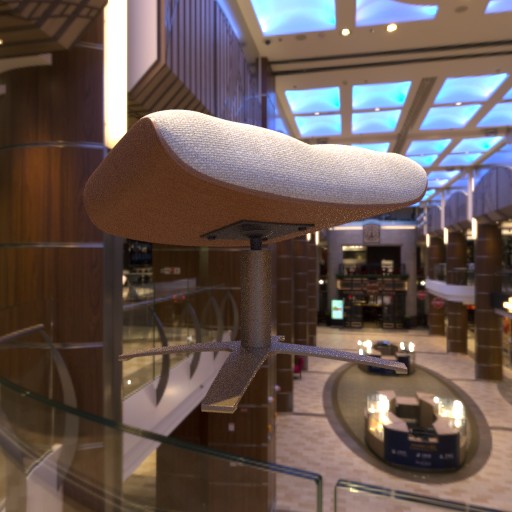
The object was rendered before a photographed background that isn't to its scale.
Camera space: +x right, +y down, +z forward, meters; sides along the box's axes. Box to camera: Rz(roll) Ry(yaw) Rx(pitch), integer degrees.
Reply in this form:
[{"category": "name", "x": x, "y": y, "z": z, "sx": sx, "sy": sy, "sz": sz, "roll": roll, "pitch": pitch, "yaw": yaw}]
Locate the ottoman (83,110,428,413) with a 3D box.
[{"category": "ottoman", "x": 0.000, "y": 0.000, "z": 0.801, "sx": 0.520, "sy": 0.391, "sz": 0.394, "roll": 0, "pitch": -1, "yaw": -34}]
